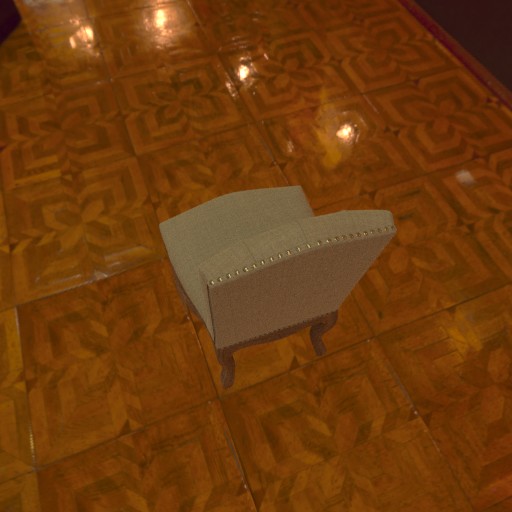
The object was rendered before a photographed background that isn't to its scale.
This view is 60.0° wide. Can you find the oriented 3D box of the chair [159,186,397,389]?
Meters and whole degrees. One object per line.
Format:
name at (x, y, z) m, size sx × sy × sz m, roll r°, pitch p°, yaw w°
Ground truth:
chair at (0.000, 0.000, 1.646) m, size 0.637 × 1.191 × 0.731 m, roll -17°, pitch 60°, yaw -10°
